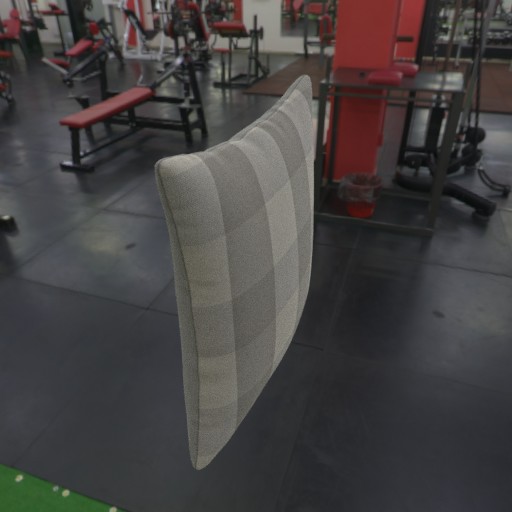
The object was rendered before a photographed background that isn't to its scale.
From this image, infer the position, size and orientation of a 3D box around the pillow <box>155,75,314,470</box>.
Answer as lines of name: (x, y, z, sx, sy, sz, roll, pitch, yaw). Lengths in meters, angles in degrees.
pillow: (0.000, 0.000, 0.765, 0.161, 0.509, 0.511, 12, 34, 18)
